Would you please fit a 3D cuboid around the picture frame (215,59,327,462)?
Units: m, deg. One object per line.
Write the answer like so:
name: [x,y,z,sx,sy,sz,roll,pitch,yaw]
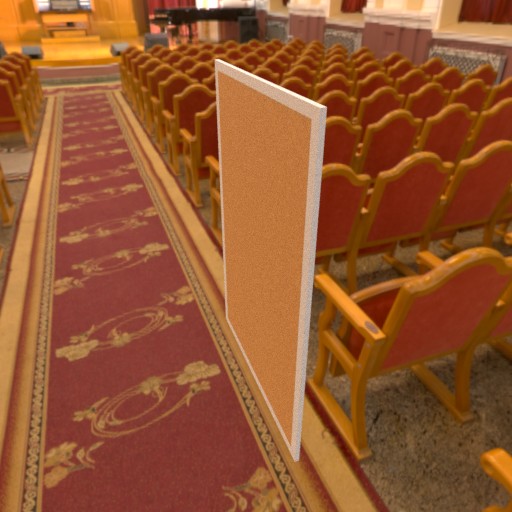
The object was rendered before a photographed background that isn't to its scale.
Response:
picture frame: [0.000,0.000,1.240,0.013,0.940,0.659,-10,32,-17]
